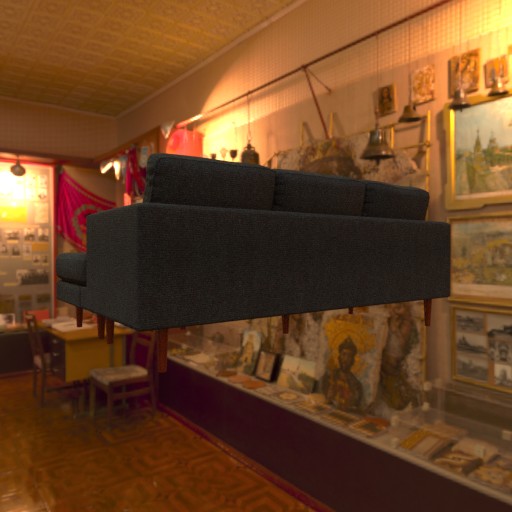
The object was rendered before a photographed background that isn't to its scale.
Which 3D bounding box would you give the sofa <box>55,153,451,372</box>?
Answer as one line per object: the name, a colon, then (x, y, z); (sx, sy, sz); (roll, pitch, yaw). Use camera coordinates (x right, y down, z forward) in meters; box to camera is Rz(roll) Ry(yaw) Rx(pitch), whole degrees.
sofa: (0.000, 0.000, 2.991); (2.233, 0.956, 1.504); (-1, 1, -36)
